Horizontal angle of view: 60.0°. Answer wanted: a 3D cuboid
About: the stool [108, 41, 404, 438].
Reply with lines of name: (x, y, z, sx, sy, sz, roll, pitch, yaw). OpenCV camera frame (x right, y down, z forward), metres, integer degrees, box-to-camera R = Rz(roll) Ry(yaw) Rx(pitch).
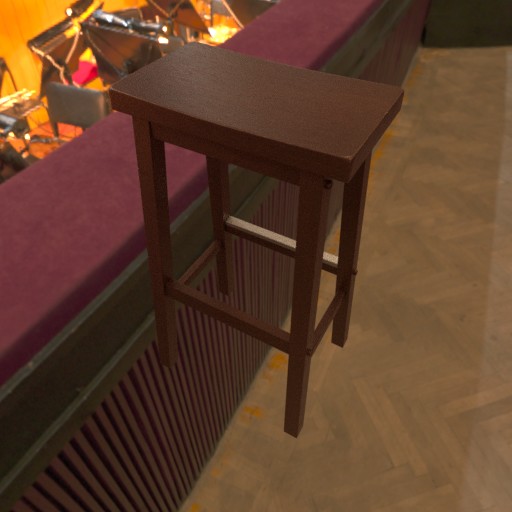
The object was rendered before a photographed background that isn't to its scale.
stool: (0.000, 0.000, 0.951, 0.406, 0.742, 0.322, 22, 49, 20)
